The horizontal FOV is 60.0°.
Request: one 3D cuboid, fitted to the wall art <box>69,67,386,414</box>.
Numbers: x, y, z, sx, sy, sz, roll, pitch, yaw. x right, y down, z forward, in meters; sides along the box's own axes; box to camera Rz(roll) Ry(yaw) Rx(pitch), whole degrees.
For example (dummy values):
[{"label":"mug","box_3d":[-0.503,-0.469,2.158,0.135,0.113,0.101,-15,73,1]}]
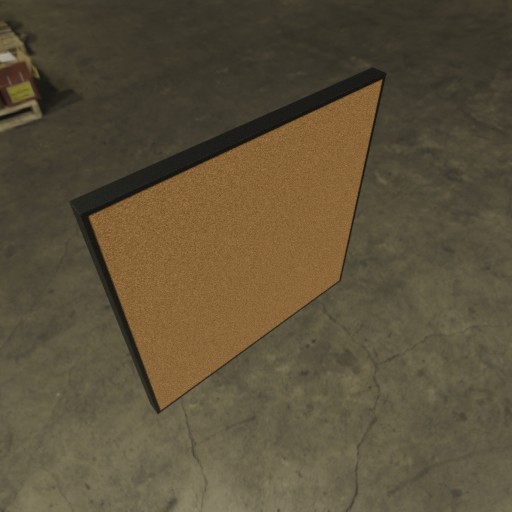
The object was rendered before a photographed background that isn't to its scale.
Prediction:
[{"label":"wall art","box_3d":[0.000,0.000,1.167,0.769,0.766,0.042,-32,55,-26]}]
